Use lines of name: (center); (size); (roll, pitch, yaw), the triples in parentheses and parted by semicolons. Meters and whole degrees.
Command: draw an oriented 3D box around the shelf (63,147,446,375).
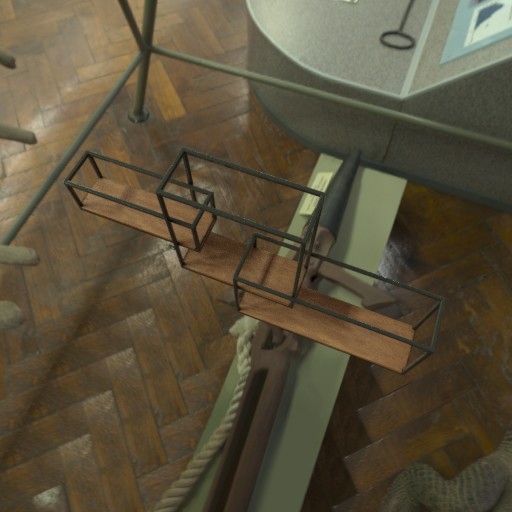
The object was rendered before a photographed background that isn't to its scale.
shelf: (0.000, 0.000, 2.109); (1.781, 0.972, 0.275); (20, 64, 10)
